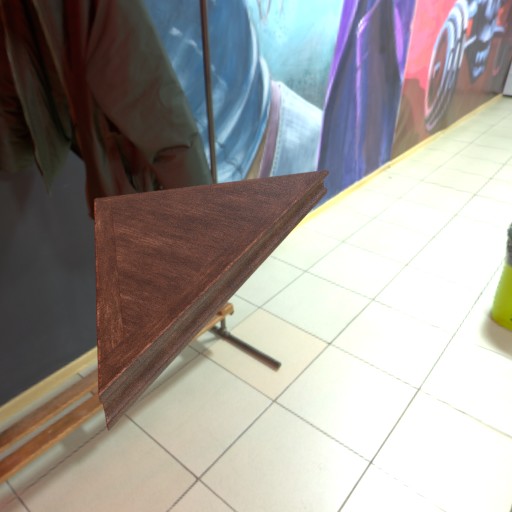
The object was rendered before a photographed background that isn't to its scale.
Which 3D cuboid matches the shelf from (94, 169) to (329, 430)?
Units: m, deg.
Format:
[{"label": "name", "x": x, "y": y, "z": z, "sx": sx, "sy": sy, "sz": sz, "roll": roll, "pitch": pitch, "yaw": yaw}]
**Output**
[{"label": "shelf", "x": 0.000, "y": 0.000, "z": 0.436, "sx": 0.296, "sy": 0.035, "sz": 0.296, "roll": -10, "pitch": 34, "yaw": -15}]
